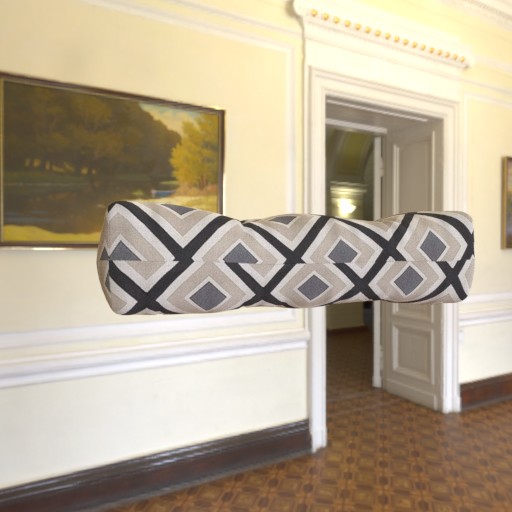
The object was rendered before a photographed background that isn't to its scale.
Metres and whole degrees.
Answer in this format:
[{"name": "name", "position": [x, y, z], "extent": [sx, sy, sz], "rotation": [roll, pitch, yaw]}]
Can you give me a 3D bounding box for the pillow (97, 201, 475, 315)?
[{"name": "pillow", "position": [0.000, 0.000, 0.727], "extent": [0.468, 0.128, 0.490], "rotation": [0, 1, -16]}]
